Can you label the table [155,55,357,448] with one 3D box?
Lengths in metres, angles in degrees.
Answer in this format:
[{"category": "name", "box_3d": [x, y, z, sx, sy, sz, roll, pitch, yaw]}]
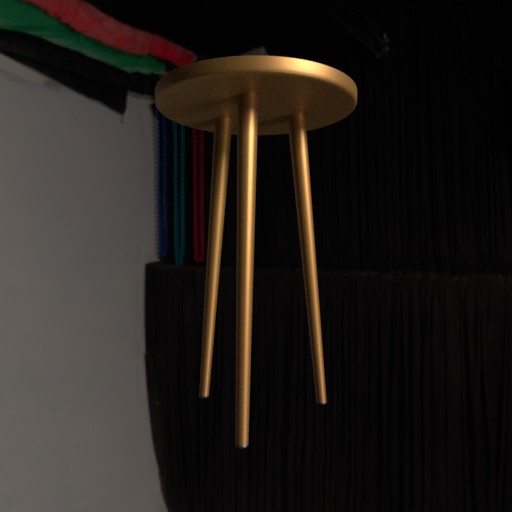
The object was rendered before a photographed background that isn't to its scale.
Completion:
[{"category": "table", "box_3d": [0.000, 0.000, 0.677, 0.299, 0.480, 0.299, 1, 1, 36]}]
